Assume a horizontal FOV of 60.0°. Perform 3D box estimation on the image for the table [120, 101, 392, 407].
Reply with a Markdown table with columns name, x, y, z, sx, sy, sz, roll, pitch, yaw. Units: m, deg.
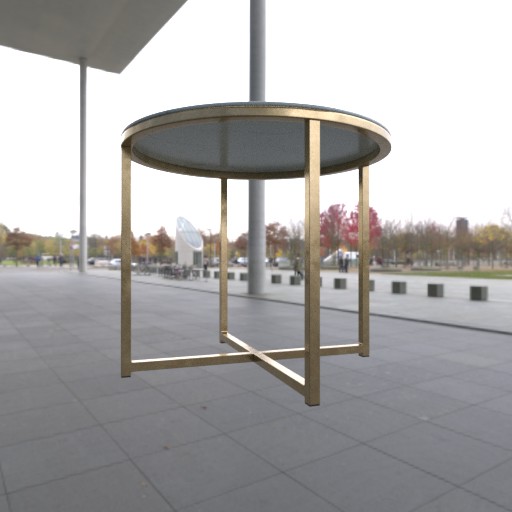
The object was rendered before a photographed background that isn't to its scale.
| name | x | y | z | sx | sy | sz | roll | pitch | yaw |
| --- | --- | --- | --- | --- | --- | --- | --- | --- | --- |
| table | 0.000 | 0.000 | 0.852 | 0.500 | 0.420 | 0.500 | 0 | 0 | 0 |
